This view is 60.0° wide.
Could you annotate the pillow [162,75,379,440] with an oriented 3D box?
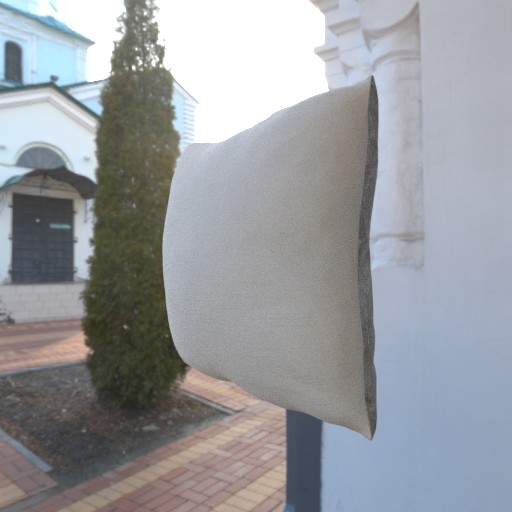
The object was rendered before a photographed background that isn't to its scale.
[{"bbox_3d":[0.000,0.000,0.709,0.245,0.448,0.450,1,-1,-37],"label":"pillow"}]
